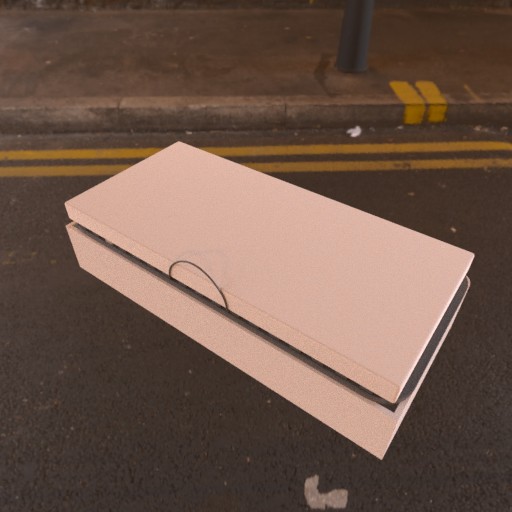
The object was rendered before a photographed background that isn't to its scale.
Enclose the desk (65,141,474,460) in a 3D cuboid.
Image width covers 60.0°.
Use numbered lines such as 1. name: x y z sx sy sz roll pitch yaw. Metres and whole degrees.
1. desk: 0.000 0.000 2.275 1.900 0.526 0.900 26 48 26
